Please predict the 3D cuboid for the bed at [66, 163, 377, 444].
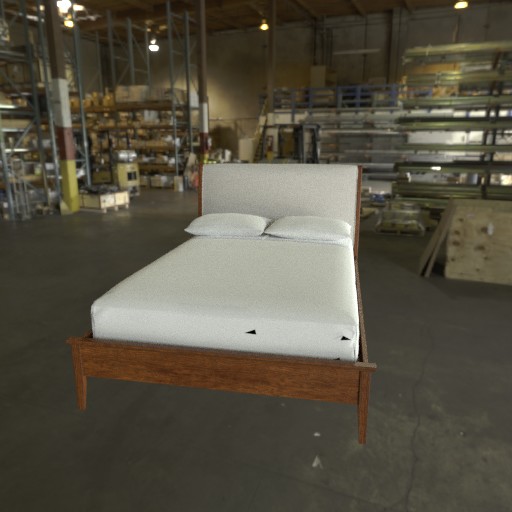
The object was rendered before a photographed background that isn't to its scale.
[{"bbox_3d":[0.000,0.000,3.304,1.612,1.250,2.380,3,15,11],"label":"bed"}]
